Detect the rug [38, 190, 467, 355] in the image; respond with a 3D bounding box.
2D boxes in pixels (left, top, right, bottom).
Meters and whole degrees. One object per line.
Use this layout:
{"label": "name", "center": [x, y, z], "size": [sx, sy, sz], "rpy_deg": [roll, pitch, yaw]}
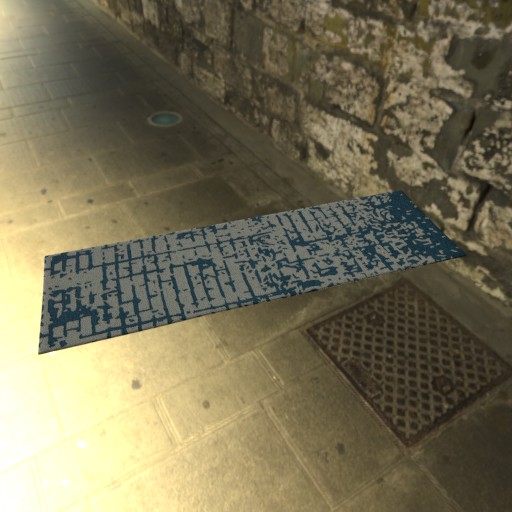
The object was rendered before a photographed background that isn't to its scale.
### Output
{"label": "rug", "center": [0.000, 0.000, 2.673], "size": [2.435, 0.011, 0.750], "rpy_deg": [-12, 43, -13]}
